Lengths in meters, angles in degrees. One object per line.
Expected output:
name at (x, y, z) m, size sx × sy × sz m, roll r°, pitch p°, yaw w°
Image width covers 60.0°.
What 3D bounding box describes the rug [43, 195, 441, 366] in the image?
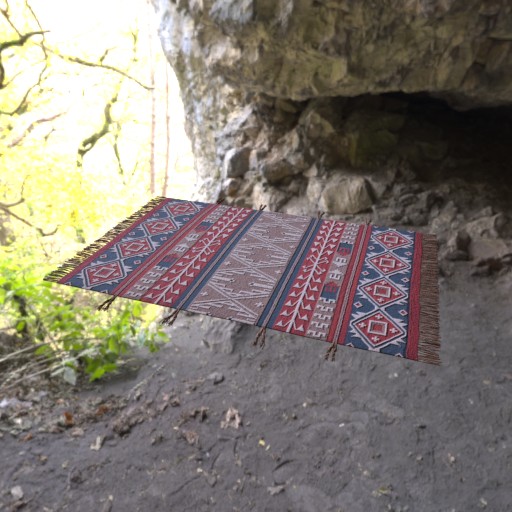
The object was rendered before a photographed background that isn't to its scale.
rug at (0.000, 0.000, 2.583) m, size 2.025 × 0.040 × 1.469 m, roll 10°, pitch 32°, yaw 16°
